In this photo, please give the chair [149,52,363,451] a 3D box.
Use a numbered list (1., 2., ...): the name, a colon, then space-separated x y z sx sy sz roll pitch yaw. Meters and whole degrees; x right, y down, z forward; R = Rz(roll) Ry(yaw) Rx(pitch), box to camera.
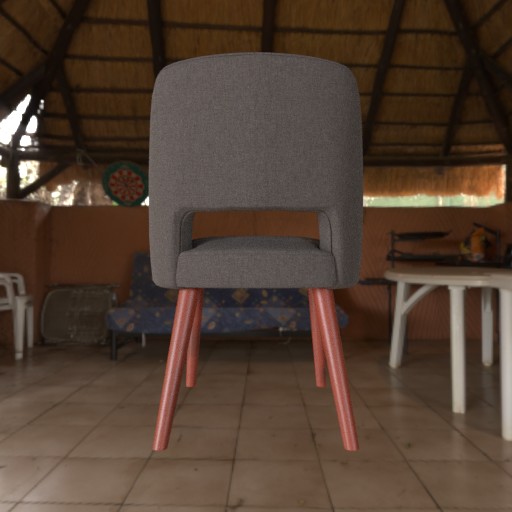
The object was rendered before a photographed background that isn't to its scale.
1. chair: 0.000 0.000 1.183 0.559 0.838 0.560 0 -1 0
